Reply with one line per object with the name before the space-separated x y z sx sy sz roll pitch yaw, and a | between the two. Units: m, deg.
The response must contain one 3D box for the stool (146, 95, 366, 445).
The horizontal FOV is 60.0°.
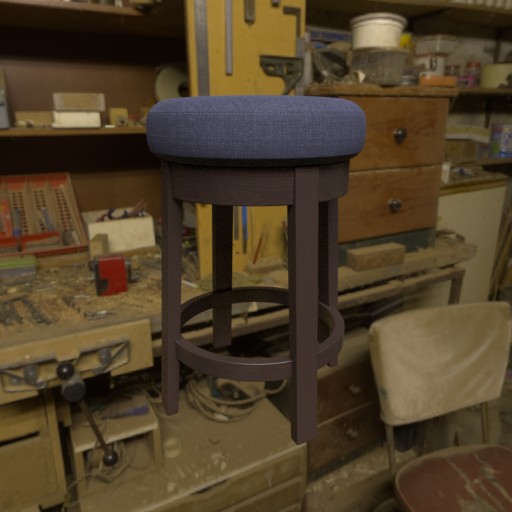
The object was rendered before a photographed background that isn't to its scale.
stool | 0.000 0.000 0.969 0.449 0.655 0.449 0 17 0
